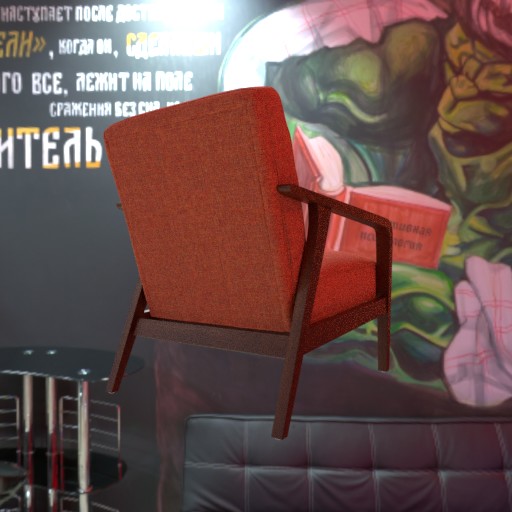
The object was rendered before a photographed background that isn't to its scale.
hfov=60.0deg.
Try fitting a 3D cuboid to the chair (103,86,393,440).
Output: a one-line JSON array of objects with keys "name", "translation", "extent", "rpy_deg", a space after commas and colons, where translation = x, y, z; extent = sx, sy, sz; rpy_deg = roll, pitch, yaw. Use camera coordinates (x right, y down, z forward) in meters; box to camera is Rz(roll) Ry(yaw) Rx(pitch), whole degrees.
[{"name": "chair", "translation": [0.000, 0.000, 1.556], "extent": [0.719, 0.890, 0.860], "rpy_deg": [0, 0, 35]}]
